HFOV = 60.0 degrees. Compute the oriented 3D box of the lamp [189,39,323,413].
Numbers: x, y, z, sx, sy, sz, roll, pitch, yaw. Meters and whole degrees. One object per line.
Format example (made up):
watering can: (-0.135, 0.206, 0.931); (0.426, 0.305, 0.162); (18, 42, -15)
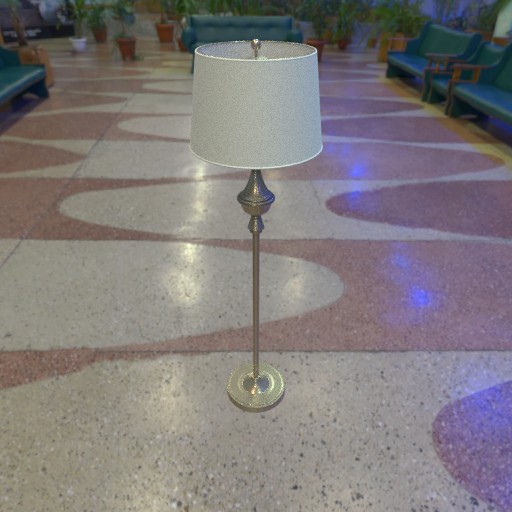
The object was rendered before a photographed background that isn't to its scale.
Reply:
lamp: (0.000, 0.000, 1.680); (0.431, 1.488, 0.431); (0, 33, 0)
